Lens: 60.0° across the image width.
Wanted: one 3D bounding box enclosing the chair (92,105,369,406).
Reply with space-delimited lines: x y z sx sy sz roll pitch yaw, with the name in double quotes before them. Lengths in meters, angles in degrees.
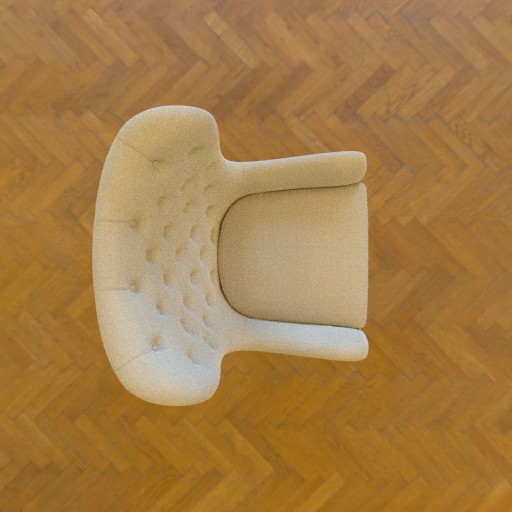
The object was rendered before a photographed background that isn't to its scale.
"chair" 0.000 0.000 1.728 0.929 1.079 0.831 0 90 1
